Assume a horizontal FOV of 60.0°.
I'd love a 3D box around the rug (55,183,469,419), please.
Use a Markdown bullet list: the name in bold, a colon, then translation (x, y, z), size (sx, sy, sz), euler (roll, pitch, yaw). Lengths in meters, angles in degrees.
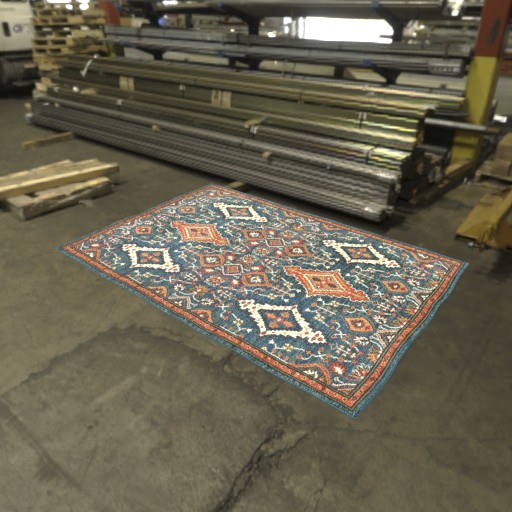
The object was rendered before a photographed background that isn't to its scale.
- **rug**: translation (0.000, 0.000, 3.035), size (2.373, 0.009, 1.622), euler (22, 37, 32)
